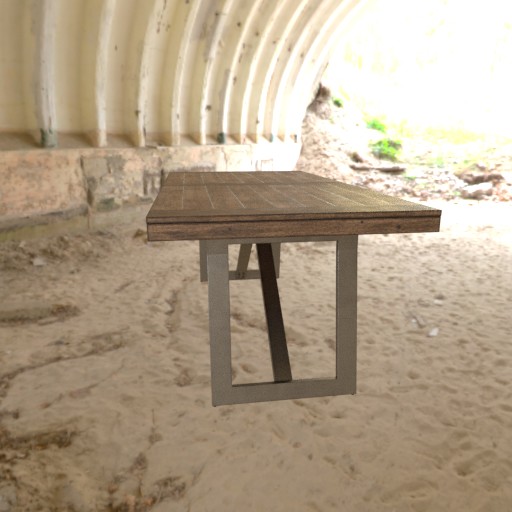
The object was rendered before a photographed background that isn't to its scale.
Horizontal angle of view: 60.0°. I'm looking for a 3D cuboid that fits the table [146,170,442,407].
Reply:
[{"bbox_3d":[0.000,0.000,2.350,0.931,0.757,1.867,-2,15,-8],"label":"table"}]
